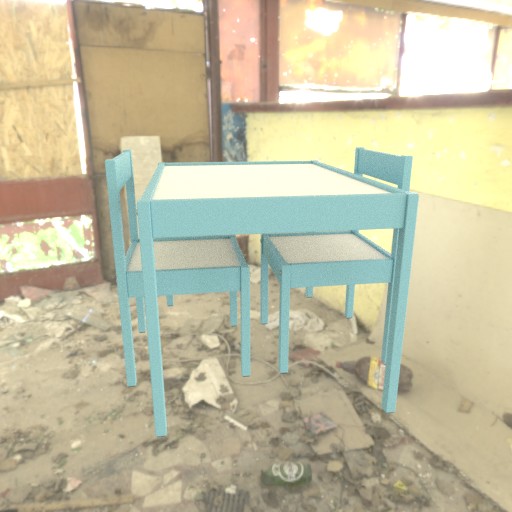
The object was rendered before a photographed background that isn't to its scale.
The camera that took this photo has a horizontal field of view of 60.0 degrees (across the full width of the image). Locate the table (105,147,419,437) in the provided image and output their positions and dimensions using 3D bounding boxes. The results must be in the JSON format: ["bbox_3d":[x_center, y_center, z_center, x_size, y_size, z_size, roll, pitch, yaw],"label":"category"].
[{"bbox_3d":[0.000,0.000,1.103,0.633,0.503,0.639,-3,18,-8],"label":"table"}]
